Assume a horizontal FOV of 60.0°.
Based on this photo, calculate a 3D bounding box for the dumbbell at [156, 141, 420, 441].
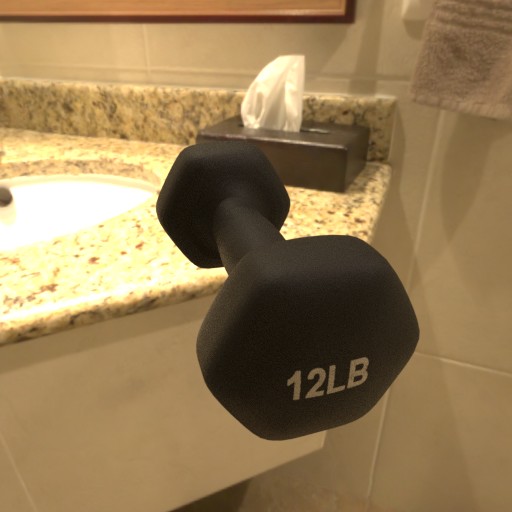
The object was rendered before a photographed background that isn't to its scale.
[{"bbox_3d":[0.000,0.000,0.292,0.112,0.101,0.231,-8,30,-14],"label":"dumbbell"}]
